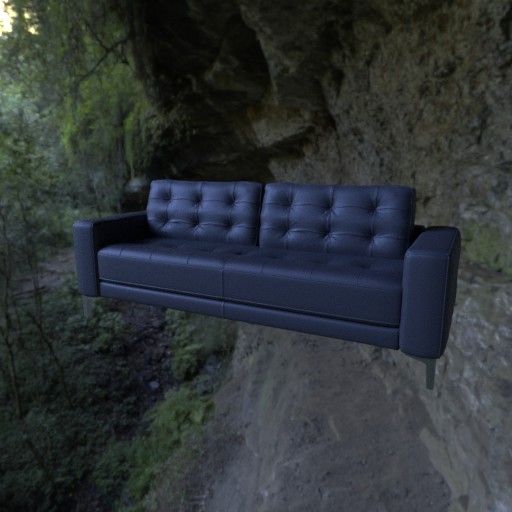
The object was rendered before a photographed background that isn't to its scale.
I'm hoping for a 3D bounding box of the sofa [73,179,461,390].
[{"bbox_3d":[0.000,0.000,2.744,2.275,0.893,0.833,6,14,26],"label":"sofa"}]
